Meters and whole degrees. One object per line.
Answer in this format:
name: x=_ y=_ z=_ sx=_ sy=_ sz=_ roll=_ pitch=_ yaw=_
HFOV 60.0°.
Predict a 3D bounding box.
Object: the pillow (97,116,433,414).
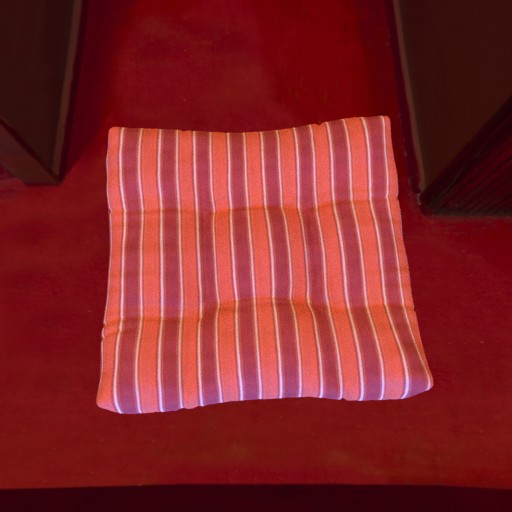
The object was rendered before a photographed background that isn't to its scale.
pillow: x=0.000 y=0.000 z=0.724 sx=0.490 sy=0.133 sz=0.468 roll=-3 pitch=75 yaw=-1
